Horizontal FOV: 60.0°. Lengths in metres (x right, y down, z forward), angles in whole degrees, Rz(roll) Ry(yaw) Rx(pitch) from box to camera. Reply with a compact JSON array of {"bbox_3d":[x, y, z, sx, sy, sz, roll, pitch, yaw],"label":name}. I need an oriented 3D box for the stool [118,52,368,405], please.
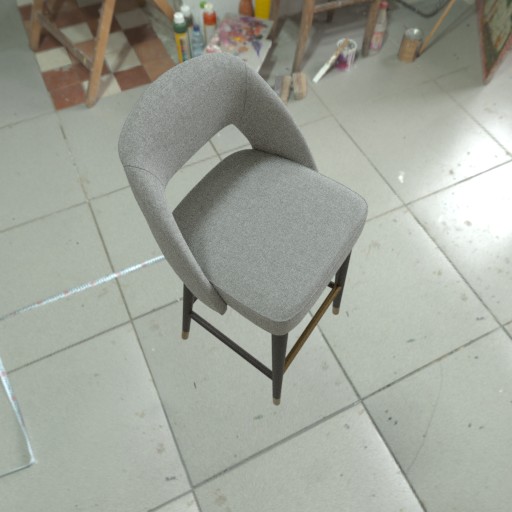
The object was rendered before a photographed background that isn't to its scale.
[{"bbox_3d":[0.000,0.000,1.319,0.509,1.037,0.494,31,65,17],"label":"stool"}]
